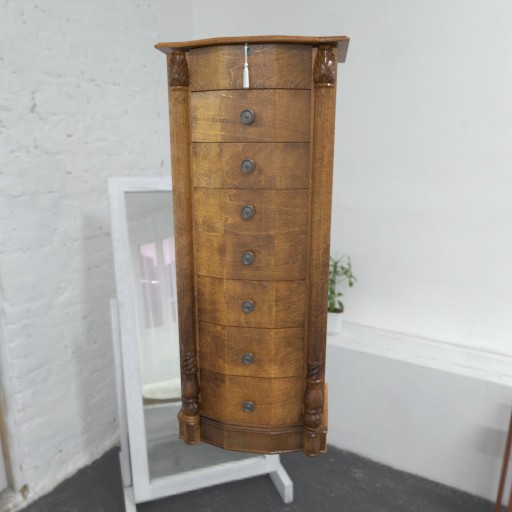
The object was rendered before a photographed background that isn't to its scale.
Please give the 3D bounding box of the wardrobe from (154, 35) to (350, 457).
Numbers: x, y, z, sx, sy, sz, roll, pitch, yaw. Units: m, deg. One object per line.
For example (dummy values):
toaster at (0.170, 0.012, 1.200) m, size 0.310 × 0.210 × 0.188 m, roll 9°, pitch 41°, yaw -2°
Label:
wardrobe at (0.000, 0.000, 1.111) m, size 0.406 × 0.959 × 0.273 m, roll 2°, pitch 14°, yaw 9°
